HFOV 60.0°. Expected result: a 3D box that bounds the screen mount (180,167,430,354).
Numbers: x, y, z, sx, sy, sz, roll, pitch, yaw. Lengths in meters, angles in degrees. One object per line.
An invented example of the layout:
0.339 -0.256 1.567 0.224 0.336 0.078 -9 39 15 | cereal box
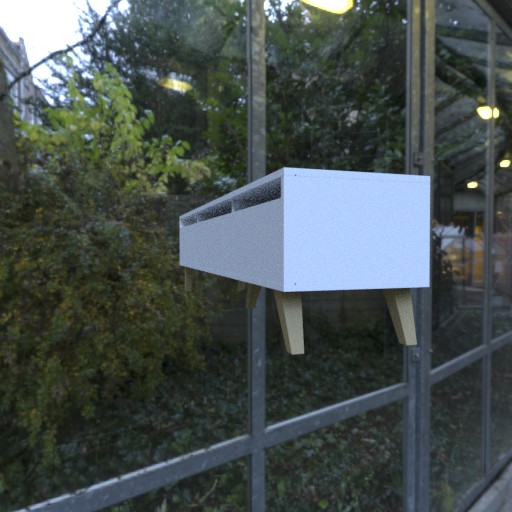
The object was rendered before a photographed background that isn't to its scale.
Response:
0.000 0.000 1.850 0.399 0.432 1.644 0 1 -18 | screen mount
